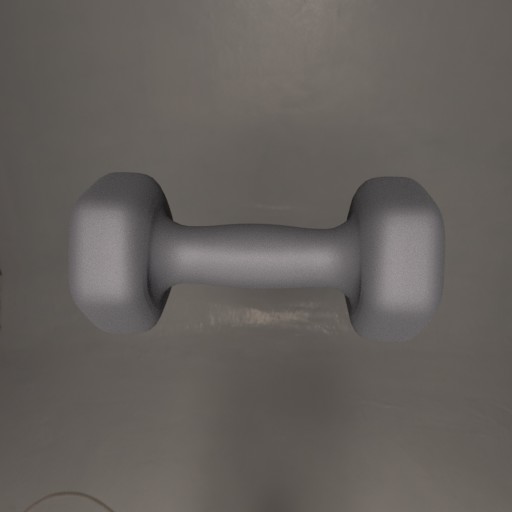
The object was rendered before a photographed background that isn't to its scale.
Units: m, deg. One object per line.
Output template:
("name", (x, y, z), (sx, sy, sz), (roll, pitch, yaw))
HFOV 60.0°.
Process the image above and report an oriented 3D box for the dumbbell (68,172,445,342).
("dumbbell", (0.000, 0.000, 0.310), (0.240, 0.105, 0.116), (2, 30, 3))
